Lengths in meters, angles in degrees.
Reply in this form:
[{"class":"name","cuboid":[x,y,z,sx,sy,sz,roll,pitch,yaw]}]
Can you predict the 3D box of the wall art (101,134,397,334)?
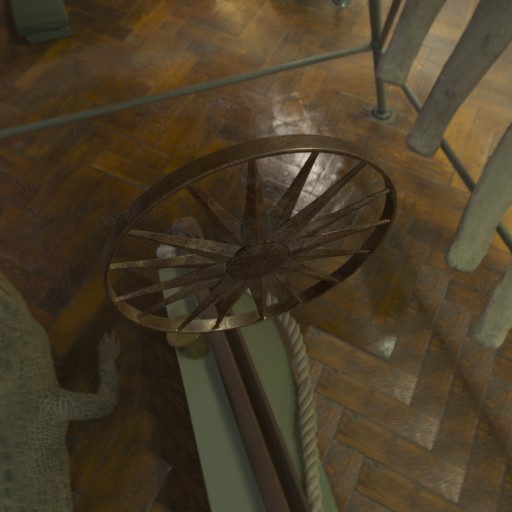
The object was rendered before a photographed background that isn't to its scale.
[{"class":"wall art","cuboid":[0.000,0.000,0.881,0.582,0.583,0.084,-16,64,-8]}]
